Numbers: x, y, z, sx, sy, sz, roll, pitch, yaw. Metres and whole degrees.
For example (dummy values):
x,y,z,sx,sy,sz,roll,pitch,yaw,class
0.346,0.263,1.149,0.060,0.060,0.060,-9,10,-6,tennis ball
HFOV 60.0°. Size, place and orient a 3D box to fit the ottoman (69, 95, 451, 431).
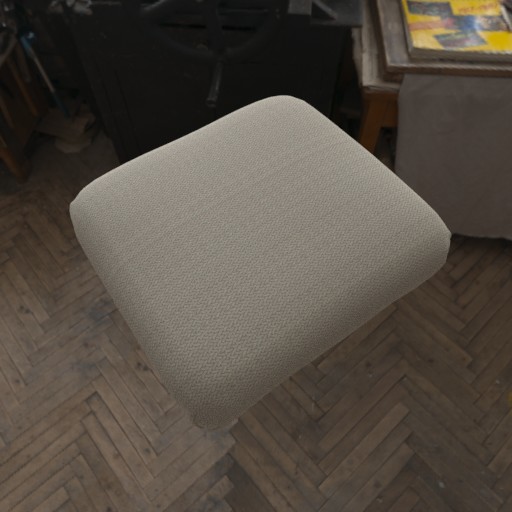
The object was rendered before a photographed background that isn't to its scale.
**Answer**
x,y,z,sx,sy,sz,roll,pitch,yaw,class
0.000,0.000,1.097,0.684,0.447,0.622,-31,62,-18,ottoman
